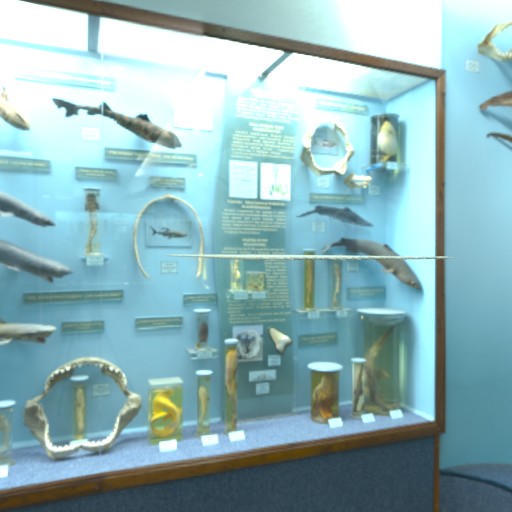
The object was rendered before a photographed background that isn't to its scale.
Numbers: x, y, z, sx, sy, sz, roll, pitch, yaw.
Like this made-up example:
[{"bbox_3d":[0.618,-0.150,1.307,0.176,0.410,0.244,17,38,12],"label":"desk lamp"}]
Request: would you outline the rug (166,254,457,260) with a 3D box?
[{"bbox_3d":[0.000,0.000,2.710,0.774,0.011,2.449,0,0,-19],"label":"rug"}]
